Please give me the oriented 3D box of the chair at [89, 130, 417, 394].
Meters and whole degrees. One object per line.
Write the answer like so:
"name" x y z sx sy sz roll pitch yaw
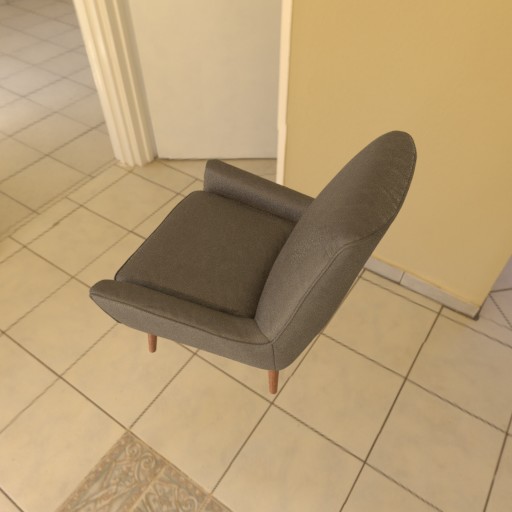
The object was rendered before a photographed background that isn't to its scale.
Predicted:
"chair" 0.000 0.000 1.508 0.822 0.888 0.787 19 50 17
